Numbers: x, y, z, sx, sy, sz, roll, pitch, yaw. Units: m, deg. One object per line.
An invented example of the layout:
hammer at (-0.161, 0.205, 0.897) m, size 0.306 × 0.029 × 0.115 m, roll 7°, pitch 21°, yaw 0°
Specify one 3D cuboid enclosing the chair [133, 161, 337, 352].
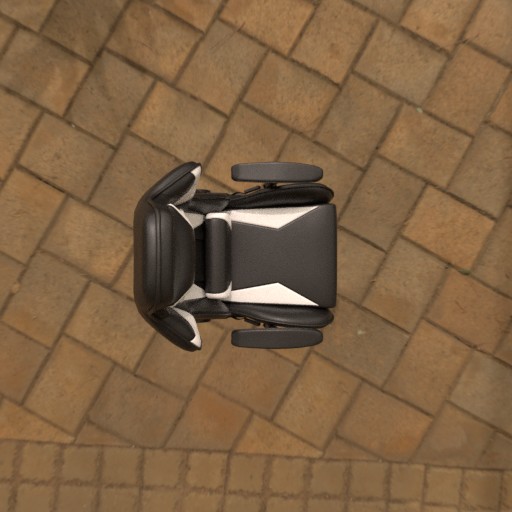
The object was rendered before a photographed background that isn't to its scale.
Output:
chair at (0.000, 0.000, 1.698) m, size 0.695 × 1.285 × 0.730 m, roll 0°, pitch 90°, yaw -3°
